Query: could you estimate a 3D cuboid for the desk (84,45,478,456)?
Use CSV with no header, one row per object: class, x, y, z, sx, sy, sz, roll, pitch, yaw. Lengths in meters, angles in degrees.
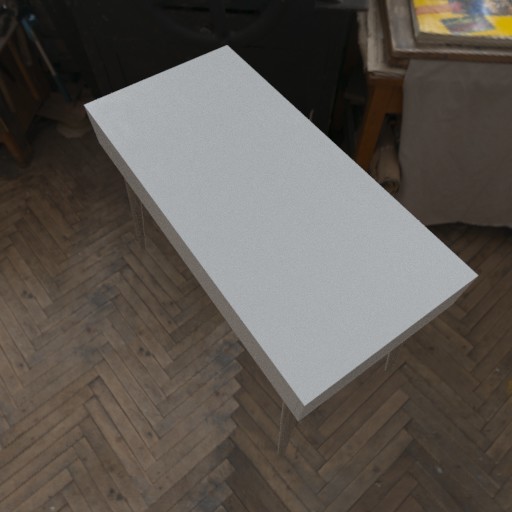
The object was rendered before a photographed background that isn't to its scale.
desk,0.000,0.000,1.389,0.491,0.723,0.979,-31,64,-17
